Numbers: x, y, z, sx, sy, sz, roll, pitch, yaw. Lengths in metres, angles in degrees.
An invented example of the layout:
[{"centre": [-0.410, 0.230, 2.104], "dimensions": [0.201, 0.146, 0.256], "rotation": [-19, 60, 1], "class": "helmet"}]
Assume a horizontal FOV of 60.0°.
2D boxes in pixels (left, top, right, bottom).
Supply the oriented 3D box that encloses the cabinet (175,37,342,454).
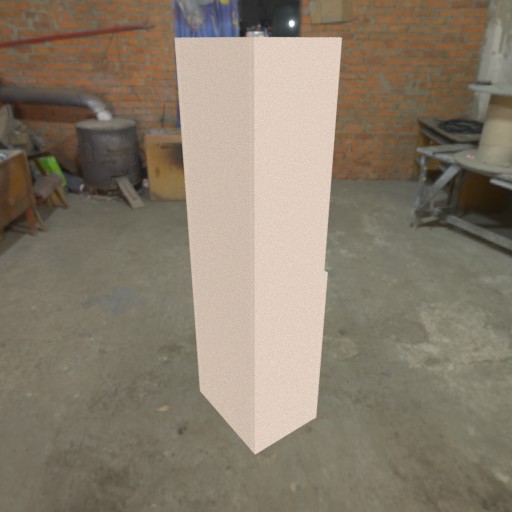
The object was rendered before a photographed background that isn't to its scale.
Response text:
[{"centre": [0.000, 0.000, 1.528], "dimensions": [0.300, 1.350, 0.400], "rotation": [-18, 31, -32], "class": "cabinet"}]
